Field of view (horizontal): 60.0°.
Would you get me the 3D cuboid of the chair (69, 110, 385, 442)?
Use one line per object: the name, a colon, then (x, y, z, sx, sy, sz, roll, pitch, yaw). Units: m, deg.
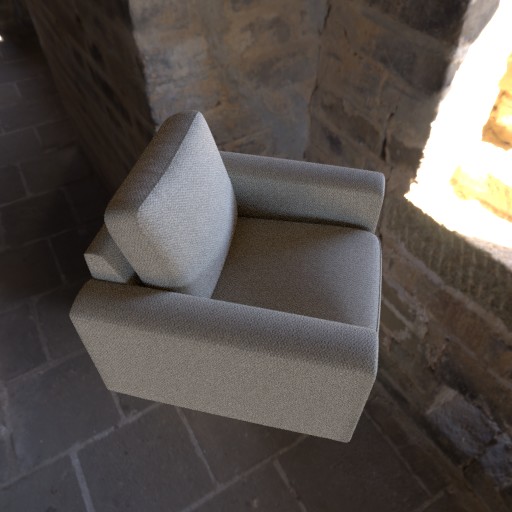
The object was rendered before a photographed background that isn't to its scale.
chair: (0.000, 0.000, 1.761, 1.016, 0.873, 1.005, 9, 48, 8)
